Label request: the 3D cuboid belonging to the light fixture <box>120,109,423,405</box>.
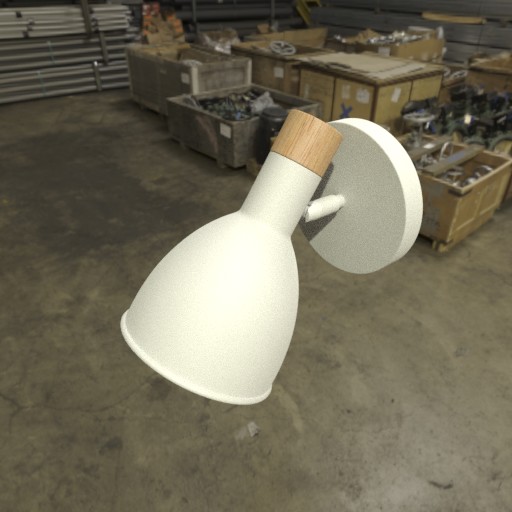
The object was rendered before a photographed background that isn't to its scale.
[{"bbox_3d":[0.000,0.000,0.327,0.209,0.199,0.127,-22,39,-30],"label":"light fixture"}]
